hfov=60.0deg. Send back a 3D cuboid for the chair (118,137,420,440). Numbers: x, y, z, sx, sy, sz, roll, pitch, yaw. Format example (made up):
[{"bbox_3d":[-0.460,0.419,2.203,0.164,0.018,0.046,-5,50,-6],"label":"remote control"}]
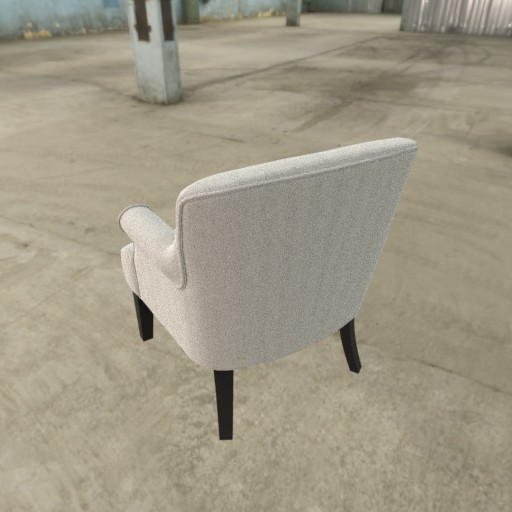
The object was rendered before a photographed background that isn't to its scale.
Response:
[{"bbox_3d":[0.000,0.000,1.478,0.781,0.875,0.750,-17,34,-27],"label":"chair"}]
